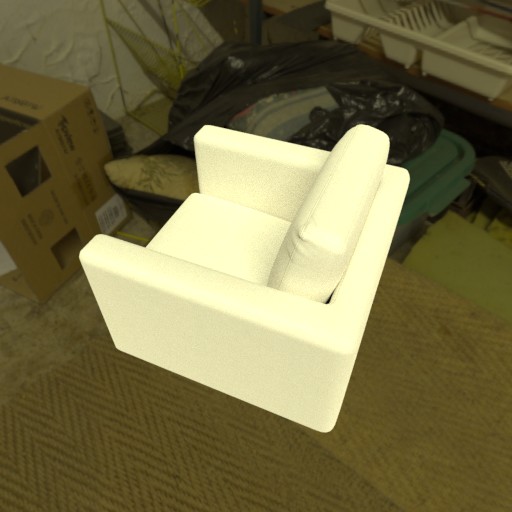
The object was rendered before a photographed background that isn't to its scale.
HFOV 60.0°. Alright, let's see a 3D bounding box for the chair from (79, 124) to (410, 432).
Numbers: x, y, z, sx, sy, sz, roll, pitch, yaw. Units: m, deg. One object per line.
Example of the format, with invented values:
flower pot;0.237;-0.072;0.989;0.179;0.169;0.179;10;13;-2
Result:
chair;0.000;0.000;1.615;0.879;0.899;0.831;17;48;16
